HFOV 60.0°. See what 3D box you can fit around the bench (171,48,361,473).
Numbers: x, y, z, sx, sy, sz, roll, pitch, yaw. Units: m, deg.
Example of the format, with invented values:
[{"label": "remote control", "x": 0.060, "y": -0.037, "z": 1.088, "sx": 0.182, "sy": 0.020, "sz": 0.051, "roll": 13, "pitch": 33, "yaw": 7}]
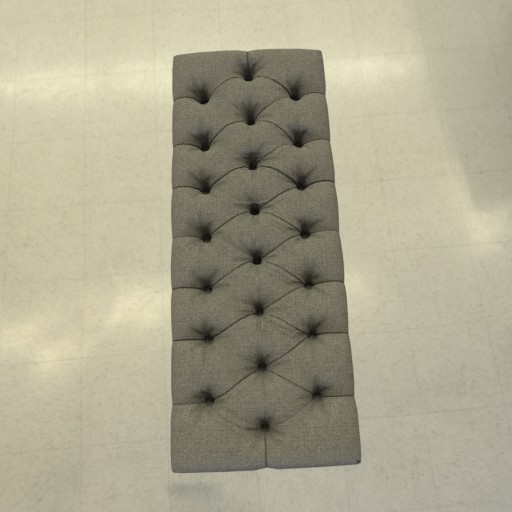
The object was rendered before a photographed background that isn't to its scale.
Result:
[{"label": "bench", "x": 0.000, "y": 0.000, "z": 1.273, "sx": 0.417, "sy": 0.470, "sz": 1.052, "roll": -2, "pitch": 75, "yaw": -1}]
